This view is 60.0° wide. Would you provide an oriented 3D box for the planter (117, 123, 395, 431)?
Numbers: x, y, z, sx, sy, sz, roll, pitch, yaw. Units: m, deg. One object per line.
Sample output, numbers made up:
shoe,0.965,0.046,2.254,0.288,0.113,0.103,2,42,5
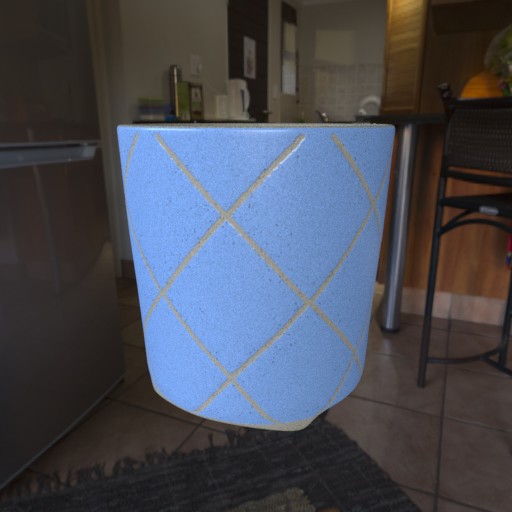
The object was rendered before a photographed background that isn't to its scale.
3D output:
planter,0.000,0.000,0.412,0.227,0.235,0.227,0,17,0
